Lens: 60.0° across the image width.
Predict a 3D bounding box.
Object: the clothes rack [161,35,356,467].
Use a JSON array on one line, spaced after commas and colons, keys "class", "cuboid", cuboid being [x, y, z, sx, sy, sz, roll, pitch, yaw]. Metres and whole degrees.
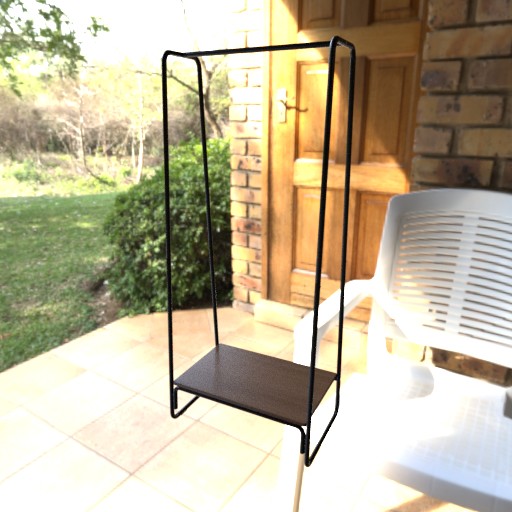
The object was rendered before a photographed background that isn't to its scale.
[{"class": "clothes rack", "cuboid": [0.000, 0.000, 1.739, 0.640, 1.500, 0.400, 9, 19, 26]}]
